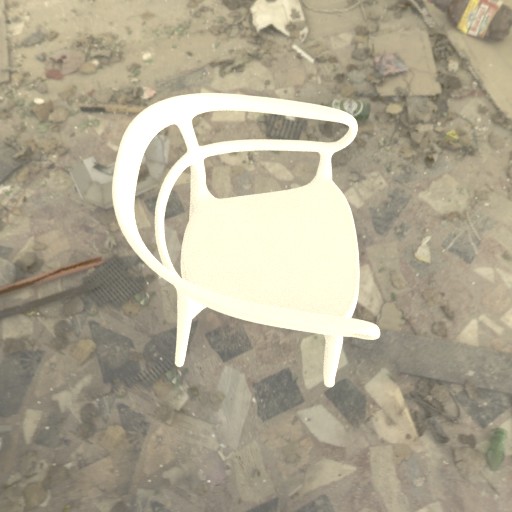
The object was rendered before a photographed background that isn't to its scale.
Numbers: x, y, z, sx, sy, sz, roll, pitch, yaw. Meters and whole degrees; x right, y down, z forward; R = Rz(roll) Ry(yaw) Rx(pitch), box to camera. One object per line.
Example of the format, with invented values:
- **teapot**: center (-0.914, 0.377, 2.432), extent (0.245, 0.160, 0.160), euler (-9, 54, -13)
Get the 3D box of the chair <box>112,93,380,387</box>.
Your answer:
- **chair**: center (0.000, 0.000, 1.165), extent (0.527, 0.761, 0.559), euler (1, 63, 1)
